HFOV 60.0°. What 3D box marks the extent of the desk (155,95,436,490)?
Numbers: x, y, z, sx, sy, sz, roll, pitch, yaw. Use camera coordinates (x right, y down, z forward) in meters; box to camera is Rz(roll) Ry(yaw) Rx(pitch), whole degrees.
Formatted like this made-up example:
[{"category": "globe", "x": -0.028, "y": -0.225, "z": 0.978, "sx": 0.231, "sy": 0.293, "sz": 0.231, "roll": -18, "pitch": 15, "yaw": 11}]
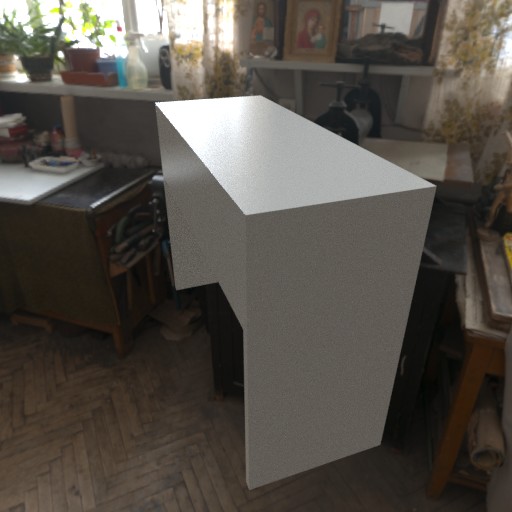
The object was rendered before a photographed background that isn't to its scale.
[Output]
[{"category": "desk", "x": 0.000, "y": 0.000, "z": 1.425, "sx": 0.400, "sy": 0.790, "sz": 1.000, "roll": -10, "pitch": 32, "yaw": -17}]
